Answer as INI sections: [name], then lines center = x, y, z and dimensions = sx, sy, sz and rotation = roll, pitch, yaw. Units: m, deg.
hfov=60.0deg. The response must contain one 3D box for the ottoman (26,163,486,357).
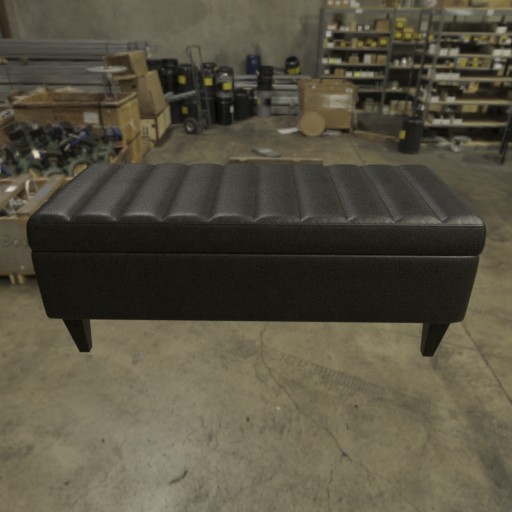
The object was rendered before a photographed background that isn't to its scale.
[ottoman]
center = 0.000, 0.000, 1.379
dimensions = 1.151, 0.469, 0.482
rotation = 1, 29, 1
